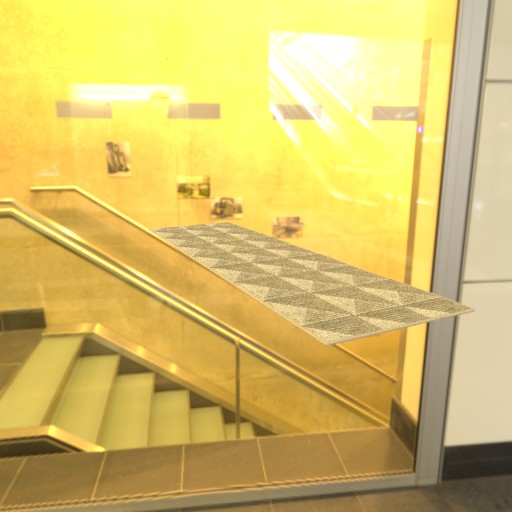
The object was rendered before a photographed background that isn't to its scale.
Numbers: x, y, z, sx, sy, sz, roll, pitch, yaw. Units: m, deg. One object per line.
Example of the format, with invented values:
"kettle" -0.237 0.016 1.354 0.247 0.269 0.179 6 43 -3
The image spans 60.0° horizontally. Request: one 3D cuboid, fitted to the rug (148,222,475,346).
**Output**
"rug" 0.000 0.000 2.363 0.645 0.015 2.182 -7 15 -26
